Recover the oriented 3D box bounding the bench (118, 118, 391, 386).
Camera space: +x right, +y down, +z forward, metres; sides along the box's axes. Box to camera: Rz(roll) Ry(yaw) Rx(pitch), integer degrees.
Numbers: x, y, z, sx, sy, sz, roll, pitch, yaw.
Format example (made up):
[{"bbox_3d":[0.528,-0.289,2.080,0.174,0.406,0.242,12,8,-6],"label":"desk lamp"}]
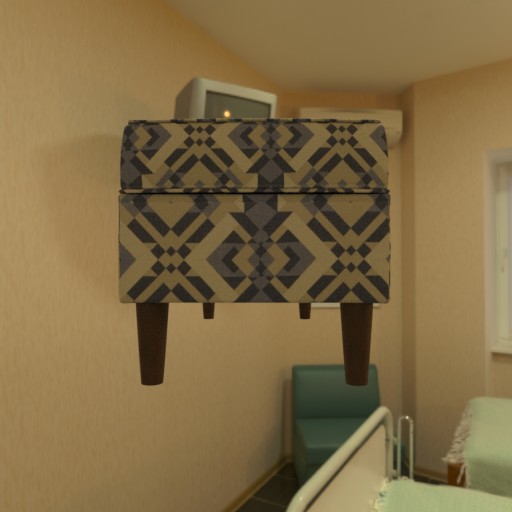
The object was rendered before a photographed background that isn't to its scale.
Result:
[{"bbox_3d":[0.000,0.000,1.273,0.492,0.477,1.016,0,-1,0],"label":"bench"}]
